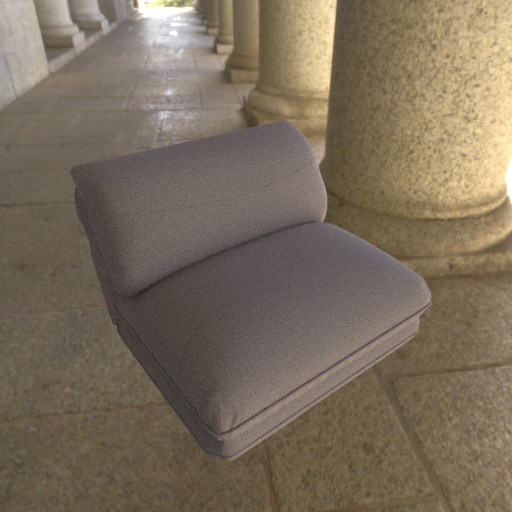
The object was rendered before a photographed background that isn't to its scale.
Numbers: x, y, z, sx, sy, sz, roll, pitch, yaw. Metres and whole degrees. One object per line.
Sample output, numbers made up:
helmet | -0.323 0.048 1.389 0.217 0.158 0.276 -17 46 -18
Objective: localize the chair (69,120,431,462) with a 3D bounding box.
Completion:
chair | 0.000 0.000 1.348 0.820 0.580 0.780 -22 38 -31
